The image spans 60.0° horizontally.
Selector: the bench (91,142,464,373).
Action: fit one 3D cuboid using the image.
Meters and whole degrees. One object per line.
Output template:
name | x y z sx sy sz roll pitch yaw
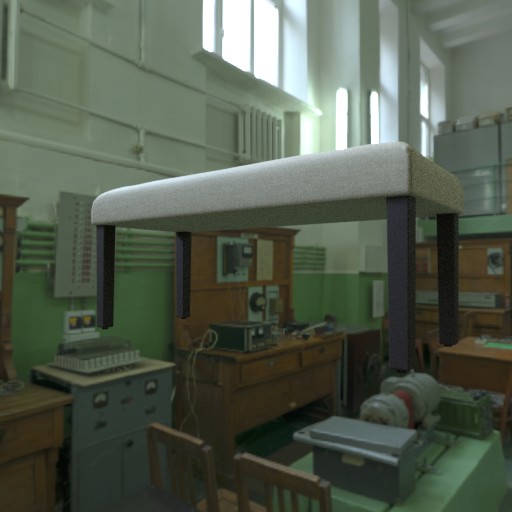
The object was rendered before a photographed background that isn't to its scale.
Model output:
bench | 0.000 0.000 1.259 1.013 0.456 0.407 -1 -2 37
